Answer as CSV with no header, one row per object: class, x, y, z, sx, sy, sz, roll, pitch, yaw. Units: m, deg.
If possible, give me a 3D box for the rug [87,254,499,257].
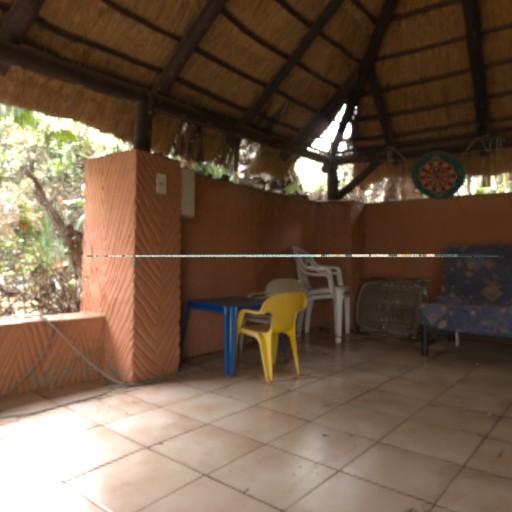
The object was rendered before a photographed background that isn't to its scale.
rug,0.000,0.000,2.633,2.441,0.010,0.744,0,0,39
